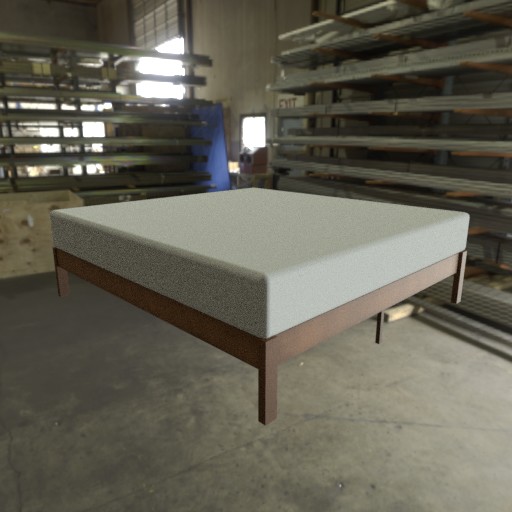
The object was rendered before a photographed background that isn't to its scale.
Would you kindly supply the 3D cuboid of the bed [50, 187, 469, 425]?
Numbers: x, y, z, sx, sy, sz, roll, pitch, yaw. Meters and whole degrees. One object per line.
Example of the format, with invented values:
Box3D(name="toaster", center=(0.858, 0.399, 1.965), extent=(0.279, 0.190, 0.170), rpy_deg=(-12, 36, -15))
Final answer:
Box3D(name="bed", center=(0.000, 0.000, 3.015), extent=(1.930, 0.616, 2.049), rpy_deg=(-15, 21, -43))
